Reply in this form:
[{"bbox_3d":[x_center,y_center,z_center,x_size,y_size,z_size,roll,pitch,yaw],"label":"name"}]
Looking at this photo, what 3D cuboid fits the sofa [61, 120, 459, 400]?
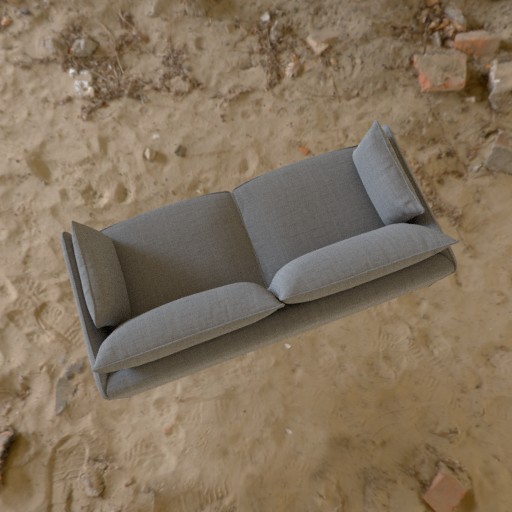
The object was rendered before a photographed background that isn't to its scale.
[{"bbox_3d":[0.000,0.000,2.514,1.989,0.851,0.972,-19,75,-5],"label":"sofa"}]
